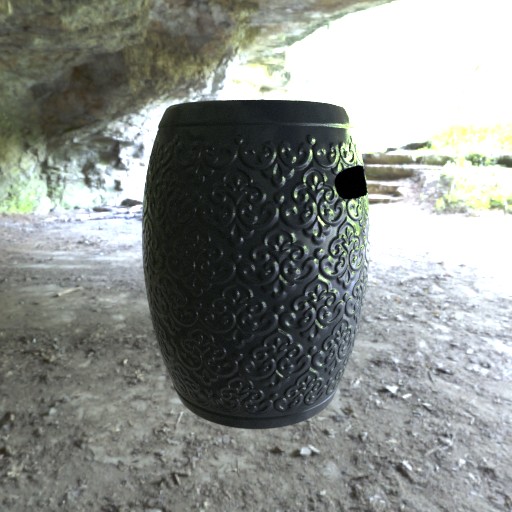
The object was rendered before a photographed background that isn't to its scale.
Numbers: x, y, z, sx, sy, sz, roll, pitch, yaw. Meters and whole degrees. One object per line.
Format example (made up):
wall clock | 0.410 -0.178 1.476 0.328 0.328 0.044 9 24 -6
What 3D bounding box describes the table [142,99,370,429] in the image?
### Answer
table | 0.000 0.000 0.623 0.309 0.397 0.309 0 14 0
